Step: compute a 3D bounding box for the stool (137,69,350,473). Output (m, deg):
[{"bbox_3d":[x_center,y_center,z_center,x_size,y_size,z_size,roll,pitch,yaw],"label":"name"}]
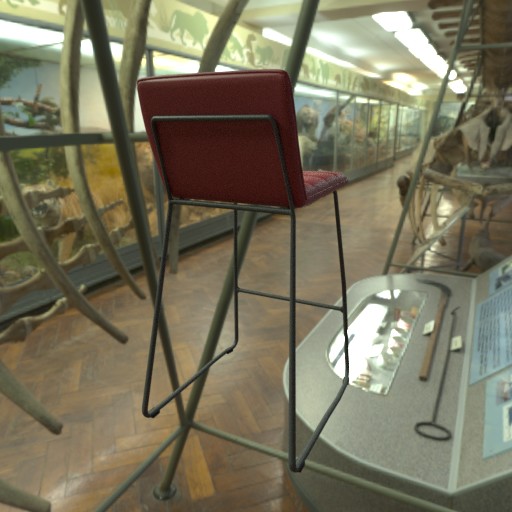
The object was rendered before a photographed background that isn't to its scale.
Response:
[{"bbox_3d":[0.000,0.000,1.273,0.489,0.937,0.524,8,18,26],"label":"stool"}]
